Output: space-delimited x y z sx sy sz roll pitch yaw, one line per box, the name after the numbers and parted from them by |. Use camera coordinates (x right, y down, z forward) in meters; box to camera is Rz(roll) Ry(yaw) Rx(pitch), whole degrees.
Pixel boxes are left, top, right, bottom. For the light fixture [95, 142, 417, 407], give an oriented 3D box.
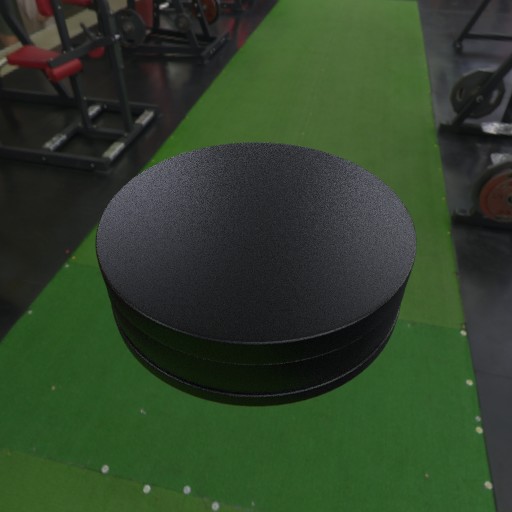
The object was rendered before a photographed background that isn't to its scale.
0.000 0.000 0.431 0.283 0.097 0.283 0 42 0 | light fixture
